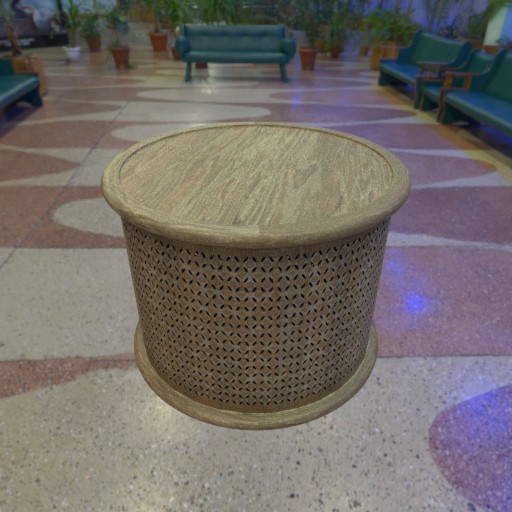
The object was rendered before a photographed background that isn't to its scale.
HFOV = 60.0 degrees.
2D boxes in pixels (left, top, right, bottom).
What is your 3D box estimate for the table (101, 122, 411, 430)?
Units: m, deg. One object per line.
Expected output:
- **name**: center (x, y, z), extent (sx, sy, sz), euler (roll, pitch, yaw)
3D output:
- **table**: center (0.000, 0.000, 1.018), extent (0.607, 0.450, 0.607), euler (0, 32, 0)
